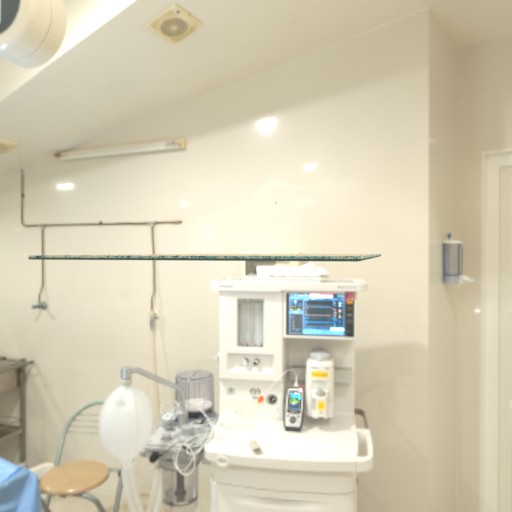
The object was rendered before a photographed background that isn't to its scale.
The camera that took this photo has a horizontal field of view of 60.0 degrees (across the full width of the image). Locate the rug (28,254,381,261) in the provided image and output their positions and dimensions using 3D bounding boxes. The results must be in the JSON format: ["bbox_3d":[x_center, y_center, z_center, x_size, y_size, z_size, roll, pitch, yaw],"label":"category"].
[{"bbox_3d":[0.000,0.000,2.349,1.219,0.016,1.829,0,0,18],"label":"rug"}]
